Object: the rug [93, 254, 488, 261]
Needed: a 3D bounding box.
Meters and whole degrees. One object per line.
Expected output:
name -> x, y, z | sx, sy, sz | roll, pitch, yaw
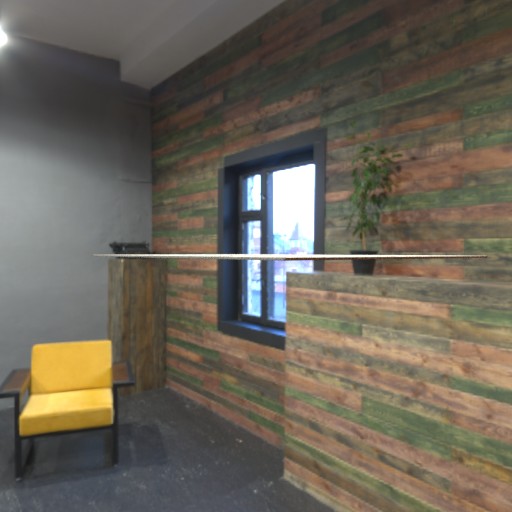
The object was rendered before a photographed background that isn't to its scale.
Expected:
rug -> 0.000, 0.000, 3.091 | 1.526, 0.012, 2.444 | 0, 1, -36
